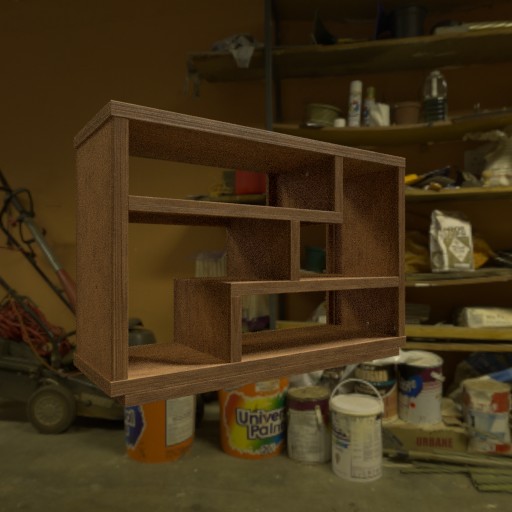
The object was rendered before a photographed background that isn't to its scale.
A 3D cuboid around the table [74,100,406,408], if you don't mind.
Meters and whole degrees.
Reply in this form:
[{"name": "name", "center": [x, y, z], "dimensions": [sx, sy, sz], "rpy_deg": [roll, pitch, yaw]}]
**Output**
[{"name": "table", "center": [0.000, 0.000, 1.592], "dimensions": [1.151, 0.771, 0.410], "rpy_deg": [0, 0, -34]}]
